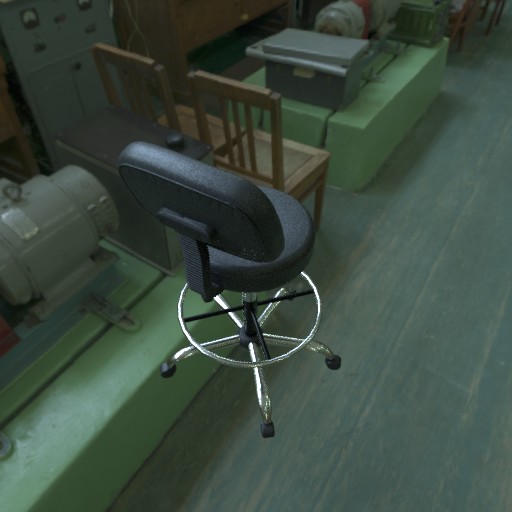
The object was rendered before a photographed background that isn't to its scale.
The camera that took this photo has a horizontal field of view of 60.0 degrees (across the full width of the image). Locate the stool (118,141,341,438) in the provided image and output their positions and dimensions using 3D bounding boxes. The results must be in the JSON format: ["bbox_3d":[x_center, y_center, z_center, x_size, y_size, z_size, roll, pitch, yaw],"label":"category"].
[{"bbox_3d":[0.000,0.000,1.475,0.694,1.069,0.658,23,50,21],"label":"stool"}]
